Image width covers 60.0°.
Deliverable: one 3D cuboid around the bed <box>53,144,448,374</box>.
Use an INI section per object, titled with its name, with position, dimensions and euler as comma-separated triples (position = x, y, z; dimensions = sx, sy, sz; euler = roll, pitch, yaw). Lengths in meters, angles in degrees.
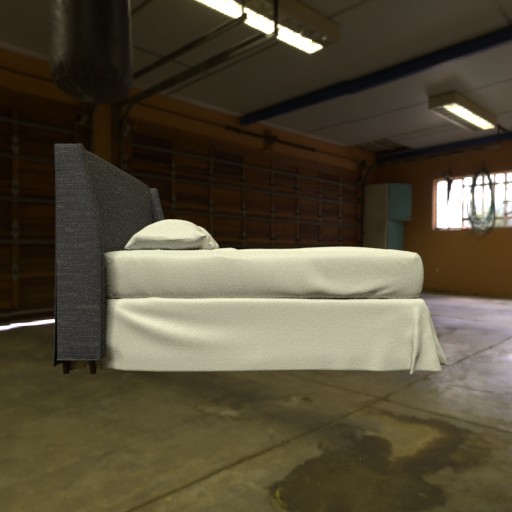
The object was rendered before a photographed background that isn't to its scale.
[bed]
position = 0.000, 0.000, 3.422
dimensions = 2.276, 1.332, 1.925
euler = 0, 1, 1
